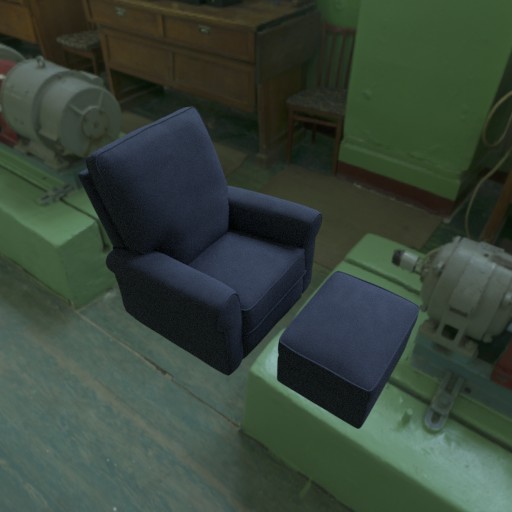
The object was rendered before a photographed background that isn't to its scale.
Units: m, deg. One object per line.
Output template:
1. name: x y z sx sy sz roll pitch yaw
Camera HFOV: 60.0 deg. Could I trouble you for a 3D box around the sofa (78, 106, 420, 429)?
1. sofa: 0.000 0.000 2.081 1.478 0.959 0.880 25 47 26
